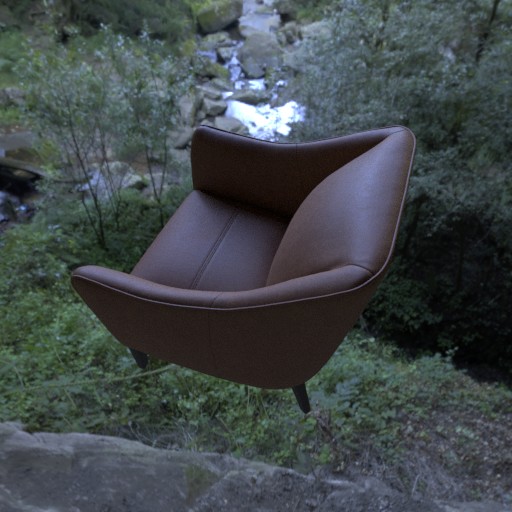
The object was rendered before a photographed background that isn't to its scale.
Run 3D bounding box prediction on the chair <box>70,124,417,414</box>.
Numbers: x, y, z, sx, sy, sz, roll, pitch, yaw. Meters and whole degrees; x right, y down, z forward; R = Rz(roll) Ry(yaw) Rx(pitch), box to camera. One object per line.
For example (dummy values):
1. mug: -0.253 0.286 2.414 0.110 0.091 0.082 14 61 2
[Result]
1. chair: 0.000 0.000 1.561 0.852 0.830 0.871 15 49 14
